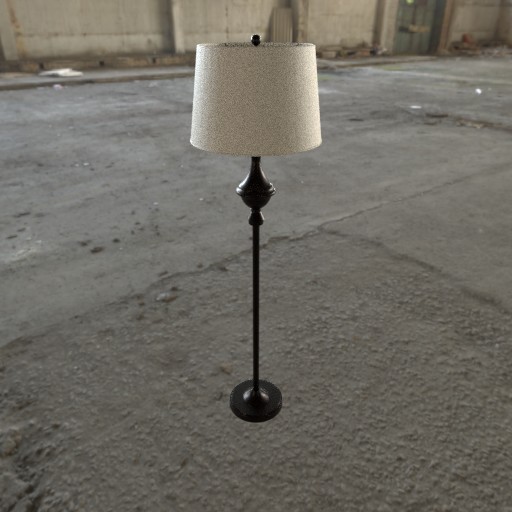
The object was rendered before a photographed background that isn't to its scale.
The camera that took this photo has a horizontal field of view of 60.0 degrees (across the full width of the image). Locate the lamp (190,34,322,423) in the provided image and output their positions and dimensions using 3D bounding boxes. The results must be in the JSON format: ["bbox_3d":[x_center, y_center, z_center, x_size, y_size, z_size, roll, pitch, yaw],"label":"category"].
[{"bbox_3d":[0.000,0.000,1.660,0.431,1.484,0.431,0,27,0],"label":"lamp"}]
